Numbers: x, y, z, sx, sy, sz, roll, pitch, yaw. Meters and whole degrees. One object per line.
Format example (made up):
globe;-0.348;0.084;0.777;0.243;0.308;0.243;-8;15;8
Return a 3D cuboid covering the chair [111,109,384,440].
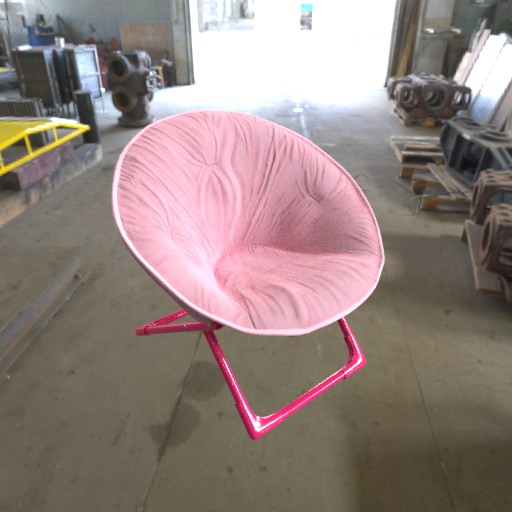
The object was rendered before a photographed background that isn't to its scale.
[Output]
chair;0.000;0.000;0.887;0.522;0.494;0.459;-21;36;-33
